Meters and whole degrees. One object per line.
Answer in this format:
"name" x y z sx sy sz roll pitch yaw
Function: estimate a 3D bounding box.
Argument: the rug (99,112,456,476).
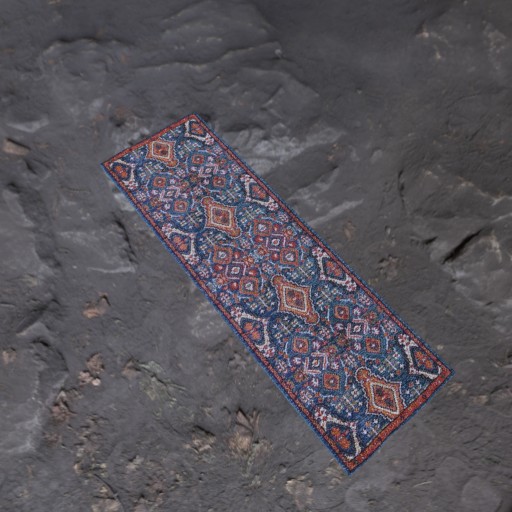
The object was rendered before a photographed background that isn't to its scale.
"rug" 0.000 0.000 2.701 0.801 0.010 2.459 -35 67 -17
